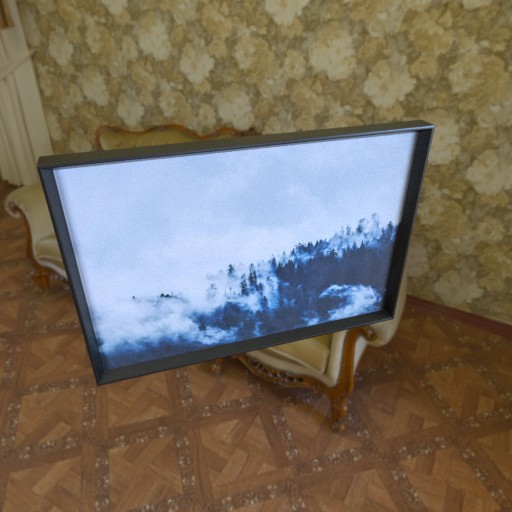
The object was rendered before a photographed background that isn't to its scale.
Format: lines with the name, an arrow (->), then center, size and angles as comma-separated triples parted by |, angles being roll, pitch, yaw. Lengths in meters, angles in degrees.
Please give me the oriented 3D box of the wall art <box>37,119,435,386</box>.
wall art -> 0.000, 0.000, 1.199 | 0.939, 0.640, 0.058 | -10, 33, -15
